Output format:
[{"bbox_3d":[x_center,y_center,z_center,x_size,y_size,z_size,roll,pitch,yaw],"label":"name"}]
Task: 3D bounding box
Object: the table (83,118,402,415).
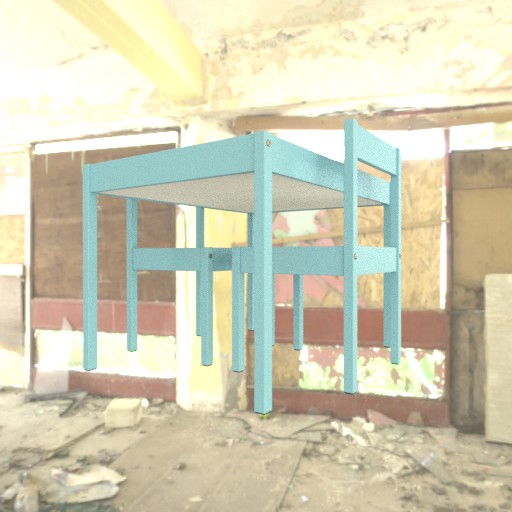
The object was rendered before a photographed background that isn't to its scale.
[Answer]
[{"bbox_3d":[0.000,0.000,1.100,0.633,0.503,0.639,0,0,35],"label":"table"}]
